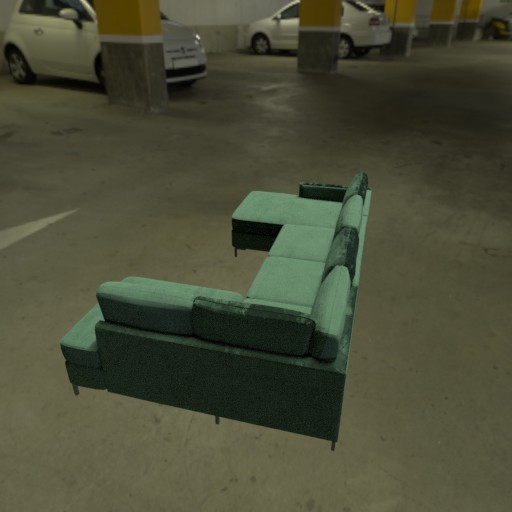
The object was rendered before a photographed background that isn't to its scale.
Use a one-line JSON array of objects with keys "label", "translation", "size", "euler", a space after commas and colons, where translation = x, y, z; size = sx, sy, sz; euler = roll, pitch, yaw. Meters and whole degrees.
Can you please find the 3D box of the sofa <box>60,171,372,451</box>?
[{"label": "sofa", "translation": [0.000, 0.000, 4.423], "size": [2.055, 0.992, 3.434], "euler": [8, 29, 14]}]
